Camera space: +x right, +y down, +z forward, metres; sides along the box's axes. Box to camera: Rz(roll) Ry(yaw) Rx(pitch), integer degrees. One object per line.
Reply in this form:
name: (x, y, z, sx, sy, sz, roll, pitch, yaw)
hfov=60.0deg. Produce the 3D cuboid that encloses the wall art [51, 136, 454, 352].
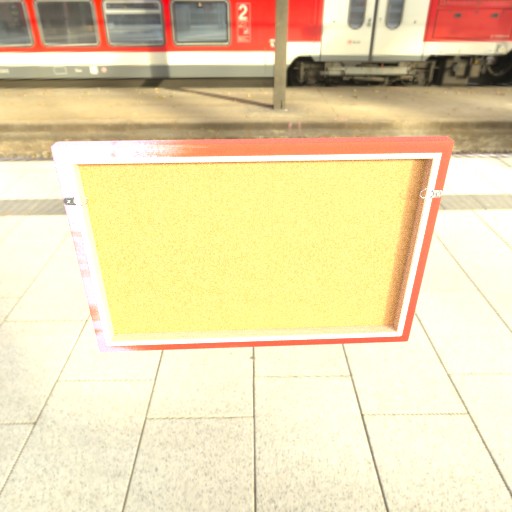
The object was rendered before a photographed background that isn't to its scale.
wall art: (0.000, 0.000, 1.166, 0.913, 0.609, 0.040, -1, 31, -2)
